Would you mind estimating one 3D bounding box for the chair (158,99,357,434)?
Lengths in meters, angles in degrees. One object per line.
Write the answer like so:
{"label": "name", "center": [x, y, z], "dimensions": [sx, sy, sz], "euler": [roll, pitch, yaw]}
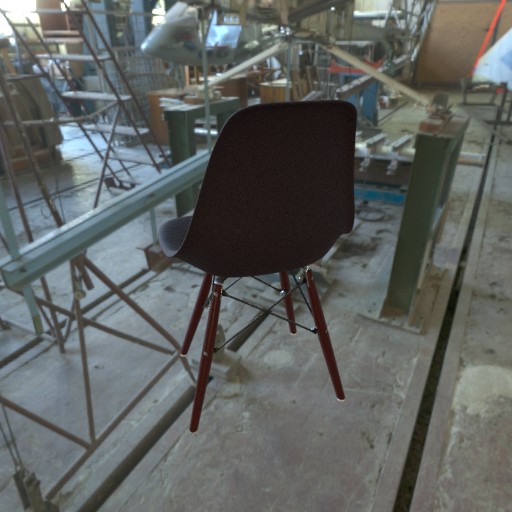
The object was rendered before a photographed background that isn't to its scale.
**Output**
{"label": "chair", "center": [0.000, 0.000, 1.141], "dimensions": [0.470, 0.826, 0.533], "euler": [-8, 28, -16]}
